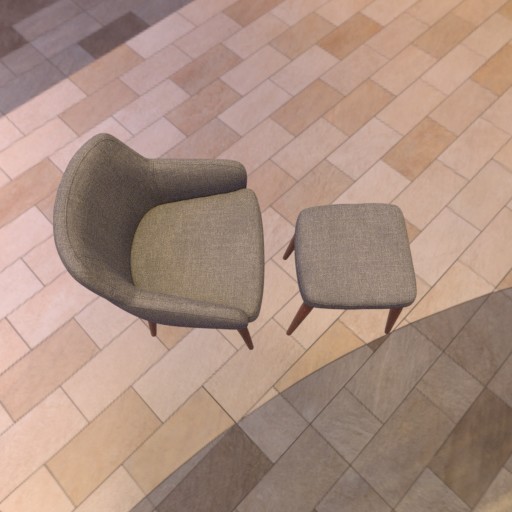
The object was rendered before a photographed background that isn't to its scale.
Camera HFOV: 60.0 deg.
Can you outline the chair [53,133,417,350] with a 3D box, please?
[{"bbox_3d":[0.000,0.000,1.567,1.107,0.799,0.584,-1,65,0],"label":"chair"}]
